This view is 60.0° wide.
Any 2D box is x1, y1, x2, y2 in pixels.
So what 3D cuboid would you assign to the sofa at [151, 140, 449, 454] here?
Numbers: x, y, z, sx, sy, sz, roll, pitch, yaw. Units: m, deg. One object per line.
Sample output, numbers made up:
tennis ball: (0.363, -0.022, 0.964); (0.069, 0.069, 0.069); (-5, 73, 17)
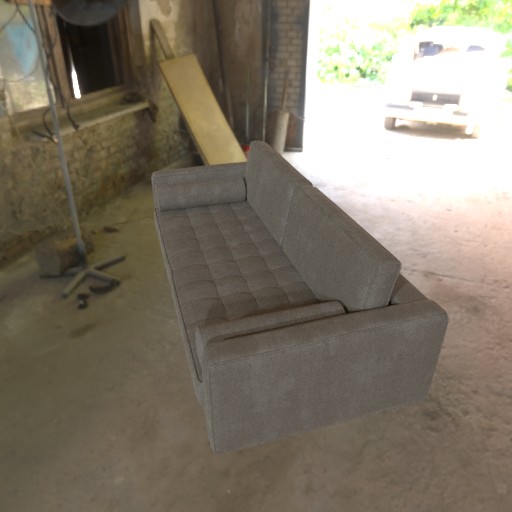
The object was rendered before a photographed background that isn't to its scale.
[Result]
sofa: (0.000, 0.000, 2.327); (0.920, 0.769, 1.883); (-9, 32, -14)
